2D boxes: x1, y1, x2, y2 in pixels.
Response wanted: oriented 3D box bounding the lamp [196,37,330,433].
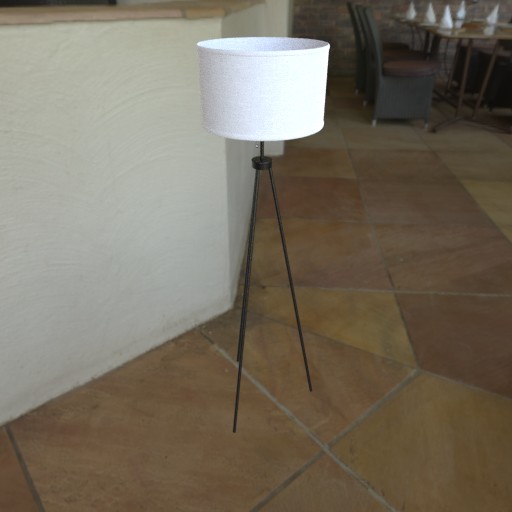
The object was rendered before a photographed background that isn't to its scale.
[{"bbox_3d":[0.000,0.000,1.774,0.448,1.545,0.458,-21,37,-31],"label":"lamp"}]
